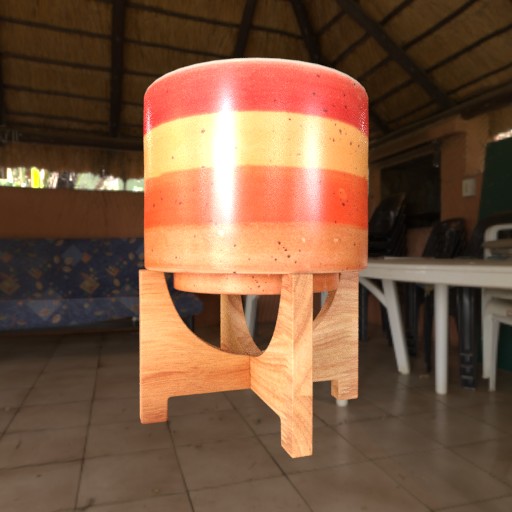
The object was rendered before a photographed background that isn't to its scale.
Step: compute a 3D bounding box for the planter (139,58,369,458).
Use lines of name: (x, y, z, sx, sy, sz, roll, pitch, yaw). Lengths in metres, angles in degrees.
planter: (0.000, 0.000, 0.390, 0.199, 0.268, 0.199, 0, 1, 0)
